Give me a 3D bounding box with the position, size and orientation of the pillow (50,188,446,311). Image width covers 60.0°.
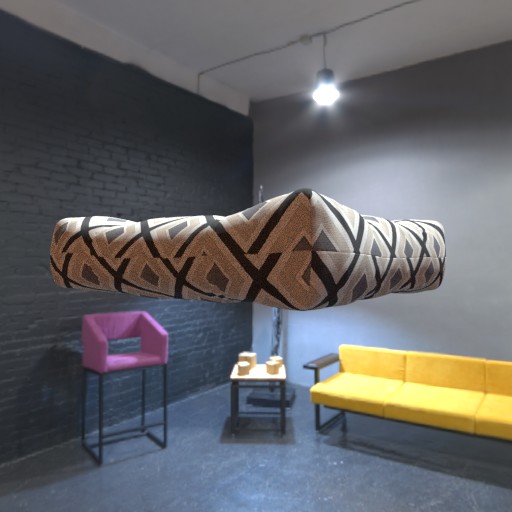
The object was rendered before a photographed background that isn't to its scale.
[{"bbox_3d":[0.000,0.000,0.726,0.490,0.128,0.468,-1,-1,37],"label":"pillow"}]
